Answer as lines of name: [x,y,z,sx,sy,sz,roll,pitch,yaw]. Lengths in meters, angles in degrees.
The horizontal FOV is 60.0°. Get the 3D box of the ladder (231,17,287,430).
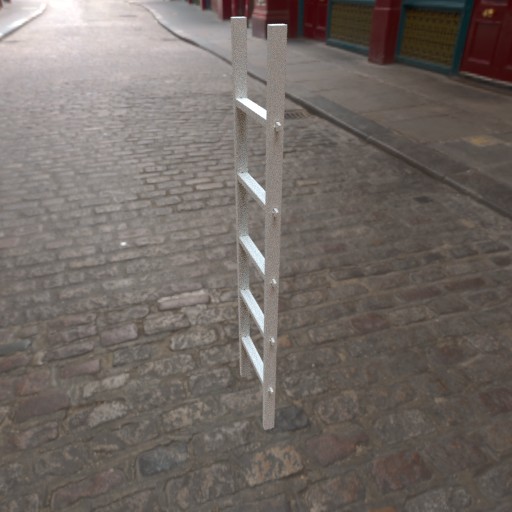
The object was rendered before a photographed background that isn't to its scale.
ladder: [0.000,0.000,1.912,0.051,1.797,0.452,-11,33,-17]
